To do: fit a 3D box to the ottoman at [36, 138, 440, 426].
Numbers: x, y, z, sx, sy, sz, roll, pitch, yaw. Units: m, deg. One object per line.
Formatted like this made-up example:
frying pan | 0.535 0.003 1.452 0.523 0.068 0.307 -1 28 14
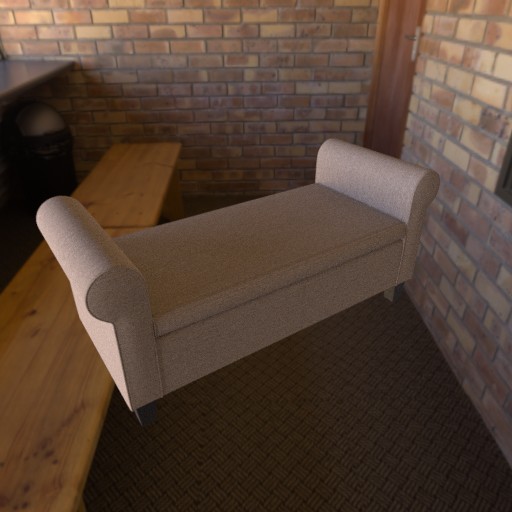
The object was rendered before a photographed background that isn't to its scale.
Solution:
ottoman | 0.000 0.000 1.563 1.256 0.547 0.521 -19 35 -29
